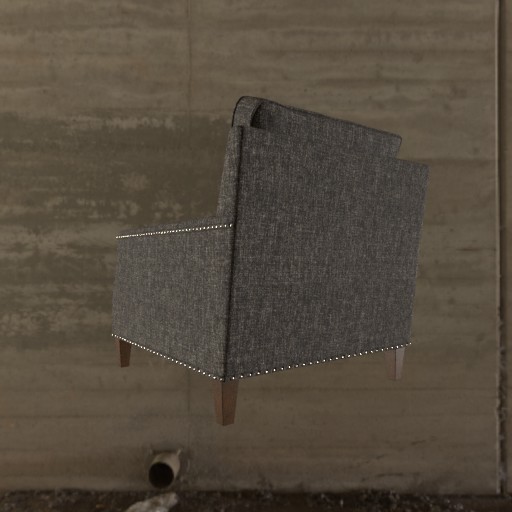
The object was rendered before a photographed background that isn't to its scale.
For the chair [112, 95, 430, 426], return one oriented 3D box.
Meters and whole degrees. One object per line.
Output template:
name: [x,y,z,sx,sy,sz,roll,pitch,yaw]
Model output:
chair: [0.000,0.000,1.773,0.853,0.943,1.014,0,0,-36]
